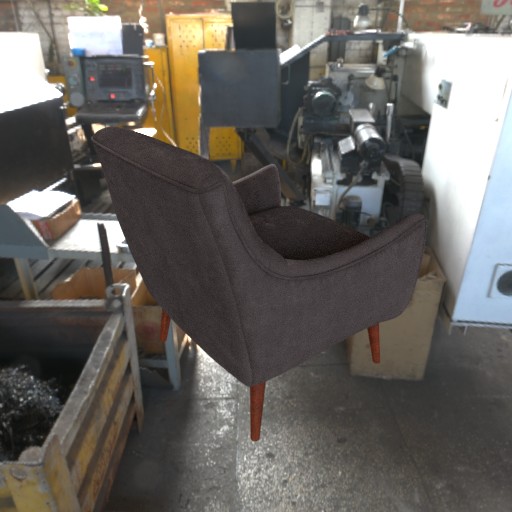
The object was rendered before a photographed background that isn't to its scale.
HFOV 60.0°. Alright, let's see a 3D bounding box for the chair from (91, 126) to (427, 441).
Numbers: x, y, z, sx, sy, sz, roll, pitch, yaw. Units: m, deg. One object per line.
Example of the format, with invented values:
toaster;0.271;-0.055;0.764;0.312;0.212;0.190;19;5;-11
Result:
chair;0.000;0.000;1.462;0.787;0.838;0.762;-19;33;-33
